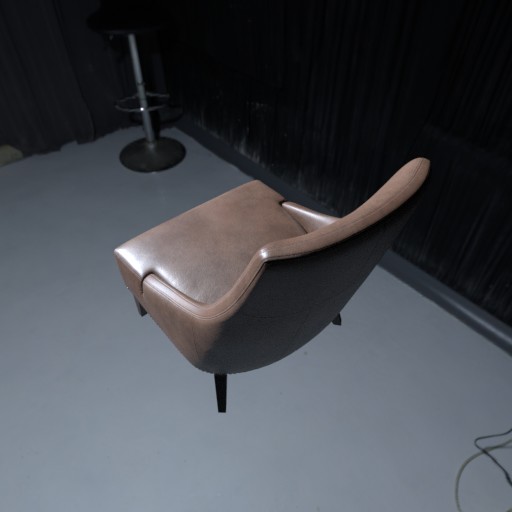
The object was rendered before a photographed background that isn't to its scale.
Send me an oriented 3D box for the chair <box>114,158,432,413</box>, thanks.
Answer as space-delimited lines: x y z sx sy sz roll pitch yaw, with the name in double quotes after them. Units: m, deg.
0.000 0.000 1.487 0.701 0.909 0.861 -30 53 -26 "chair"
